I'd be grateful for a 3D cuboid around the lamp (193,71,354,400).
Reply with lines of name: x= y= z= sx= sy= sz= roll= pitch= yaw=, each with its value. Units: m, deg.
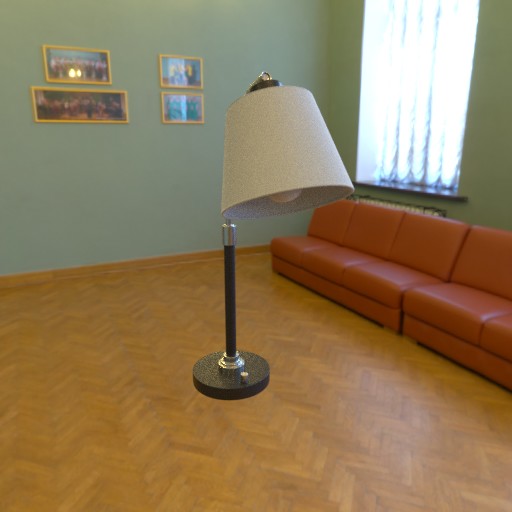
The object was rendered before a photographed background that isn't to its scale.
lamp: x=0.000 y=0.000 z=0.703 sx=0.181 sy=0.539 sz=0.348 roll=-8 pitch=17 yaw=-27
